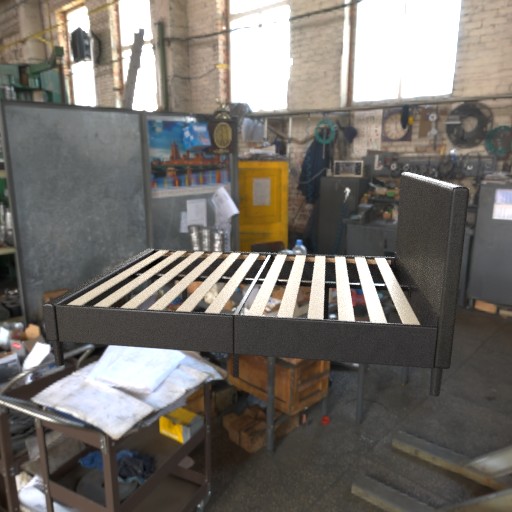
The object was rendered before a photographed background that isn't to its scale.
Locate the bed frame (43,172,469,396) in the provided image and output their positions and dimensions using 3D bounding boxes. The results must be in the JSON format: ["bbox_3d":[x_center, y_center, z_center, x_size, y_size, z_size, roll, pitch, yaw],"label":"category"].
[{"bbox_3d":[0.000,0.000,2.947,2.152,1.046,1.469,2,13,9],"label":"bed frame"}]
